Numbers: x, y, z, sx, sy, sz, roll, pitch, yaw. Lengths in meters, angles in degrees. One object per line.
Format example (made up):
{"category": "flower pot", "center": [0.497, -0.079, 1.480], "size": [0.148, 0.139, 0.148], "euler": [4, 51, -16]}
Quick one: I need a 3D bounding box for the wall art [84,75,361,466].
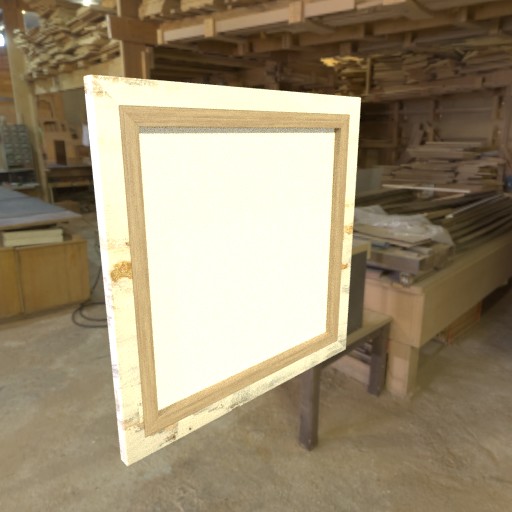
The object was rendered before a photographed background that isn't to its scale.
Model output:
{"category": "wall art", "center": [0.000, 0.000, 1.443], "size": [1.015, 1.018, 0.040], "euler": [-14, 21, -41]}
